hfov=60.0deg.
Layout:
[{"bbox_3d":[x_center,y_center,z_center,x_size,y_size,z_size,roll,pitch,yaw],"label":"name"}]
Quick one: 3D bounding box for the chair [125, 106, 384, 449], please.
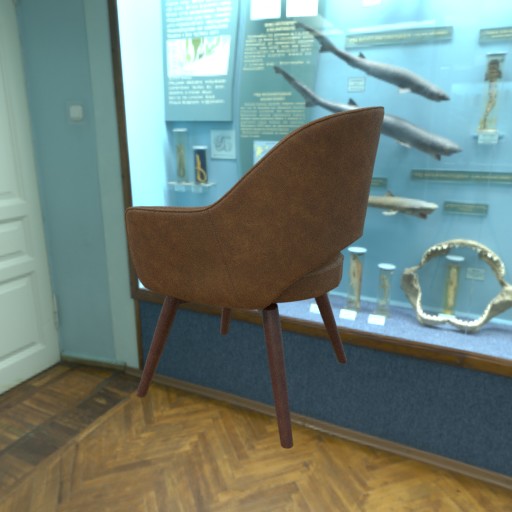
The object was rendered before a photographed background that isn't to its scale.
[{"bbox_3d":[0.000,0.000,1.235,0.640,0.777,0.591,8,18,26],"label":"chair"}]
